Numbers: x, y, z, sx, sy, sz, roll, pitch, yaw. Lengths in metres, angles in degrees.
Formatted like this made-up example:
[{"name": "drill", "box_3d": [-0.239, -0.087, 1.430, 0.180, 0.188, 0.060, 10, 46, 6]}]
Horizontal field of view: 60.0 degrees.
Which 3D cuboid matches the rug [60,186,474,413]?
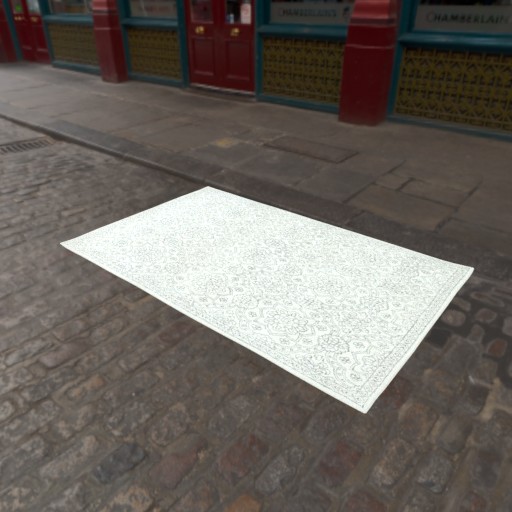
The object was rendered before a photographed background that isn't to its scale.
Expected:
[{"name": "rug", "box_3d": [0.000, 0.000, 3.039, 2.434, 0.023, 1.518, 22, 36, 33]}]
